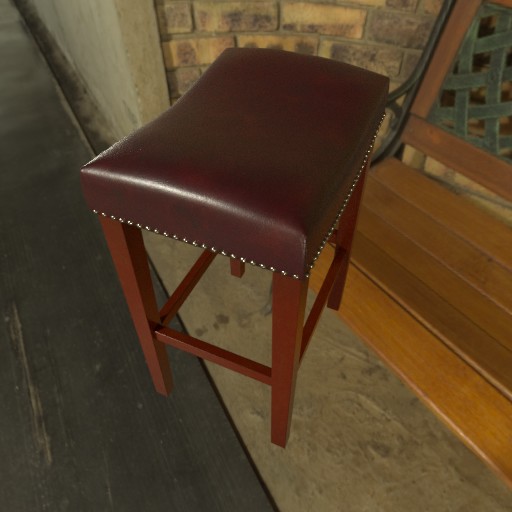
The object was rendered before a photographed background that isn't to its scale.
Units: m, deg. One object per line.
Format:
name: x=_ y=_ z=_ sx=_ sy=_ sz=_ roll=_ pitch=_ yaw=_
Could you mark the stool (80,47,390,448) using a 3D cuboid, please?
stool: x=0.000 y=0.000 z=1.004 sx=0.372 sy=0.742 sz=0.504 roll=18 pitch=49 yaw=16
